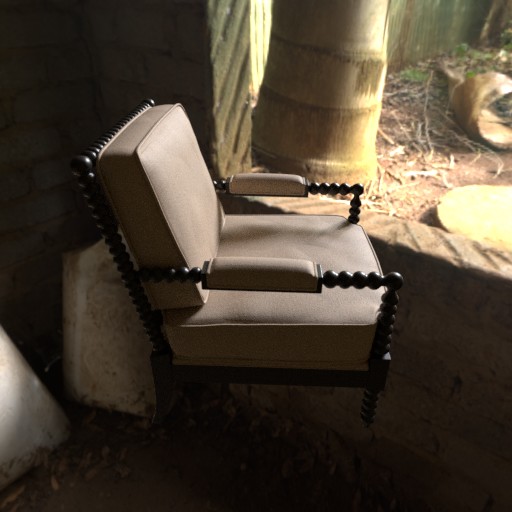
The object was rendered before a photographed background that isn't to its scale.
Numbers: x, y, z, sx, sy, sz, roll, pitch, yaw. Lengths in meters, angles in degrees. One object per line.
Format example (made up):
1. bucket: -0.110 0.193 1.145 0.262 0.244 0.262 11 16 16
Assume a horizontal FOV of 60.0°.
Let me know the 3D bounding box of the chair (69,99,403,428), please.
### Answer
1. chair: 0.000 0.000 1.173 0.657 0.703 0.555 1 31 2
